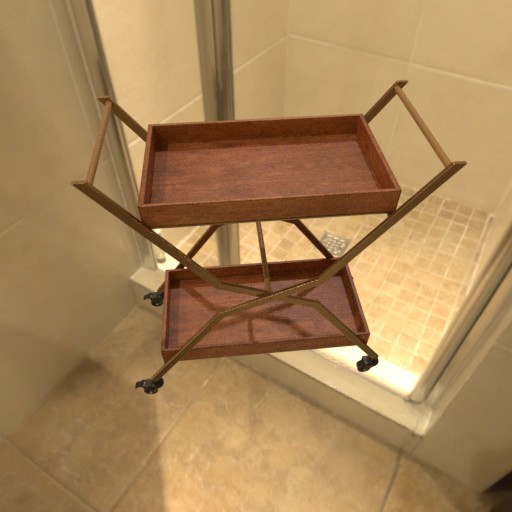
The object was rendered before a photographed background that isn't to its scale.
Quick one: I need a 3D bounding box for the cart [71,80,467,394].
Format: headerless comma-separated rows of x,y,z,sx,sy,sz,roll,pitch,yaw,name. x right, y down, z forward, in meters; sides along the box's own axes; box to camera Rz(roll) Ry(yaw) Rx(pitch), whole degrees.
0.000,0.000,1.327,0.836,0.869,0.405,-4,47,-4,cart
